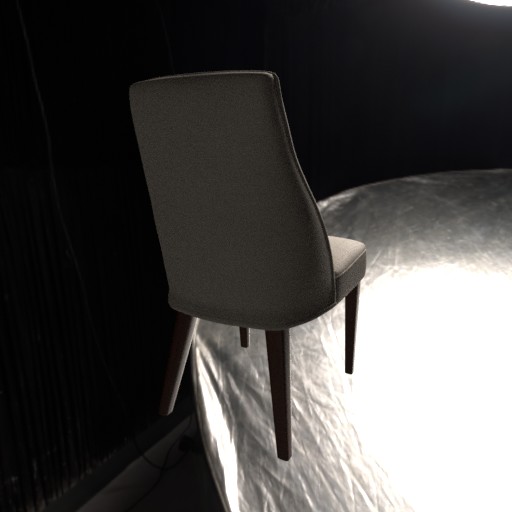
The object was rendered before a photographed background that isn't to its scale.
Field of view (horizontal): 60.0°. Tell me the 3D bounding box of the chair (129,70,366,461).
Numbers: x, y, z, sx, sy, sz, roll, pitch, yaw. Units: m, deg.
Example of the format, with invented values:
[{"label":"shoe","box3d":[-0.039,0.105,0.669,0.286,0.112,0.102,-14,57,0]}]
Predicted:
[{"label":"chair","box3d":[0.000,0.000,1.292,0.500,0.930,0.620,8,16,28]}]
